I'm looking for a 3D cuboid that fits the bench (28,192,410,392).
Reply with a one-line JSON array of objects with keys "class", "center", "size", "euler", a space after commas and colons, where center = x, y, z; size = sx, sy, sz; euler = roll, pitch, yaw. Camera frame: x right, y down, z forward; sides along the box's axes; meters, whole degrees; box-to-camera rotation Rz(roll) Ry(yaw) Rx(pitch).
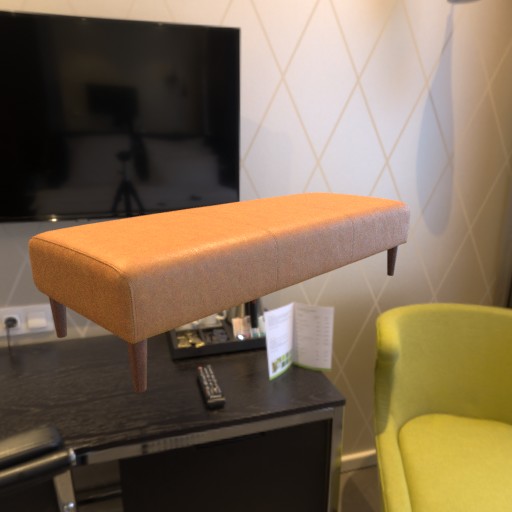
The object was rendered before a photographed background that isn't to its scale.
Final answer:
[{"class": "bench", "center": [0.000, 0.000, 1.887], "size": [0.653, 0.399, 1.610], "euler": [14, 20, 42]}]
